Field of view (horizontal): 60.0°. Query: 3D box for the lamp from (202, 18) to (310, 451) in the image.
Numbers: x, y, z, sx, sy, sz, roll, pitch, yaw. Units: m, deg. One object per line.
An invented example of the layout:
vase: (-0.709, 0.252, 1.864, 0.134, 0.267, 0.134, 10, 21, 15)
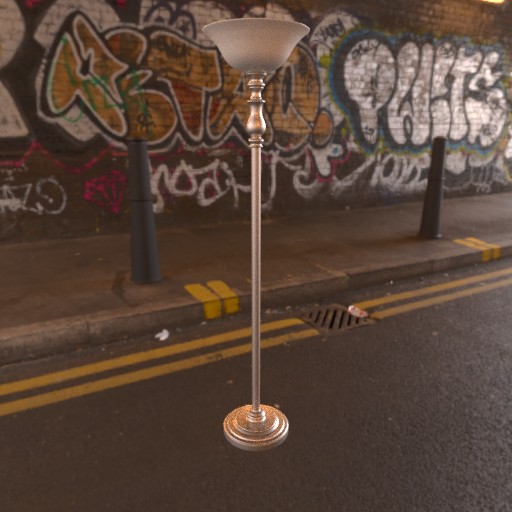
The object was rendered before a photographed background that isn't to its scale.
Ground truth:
lamp: (0.000, 0.000, 1.919, 0.405, 1.771, 0.405, 3, 16, 10)
